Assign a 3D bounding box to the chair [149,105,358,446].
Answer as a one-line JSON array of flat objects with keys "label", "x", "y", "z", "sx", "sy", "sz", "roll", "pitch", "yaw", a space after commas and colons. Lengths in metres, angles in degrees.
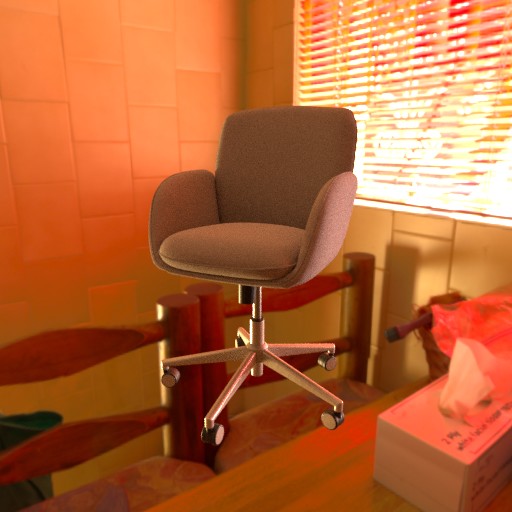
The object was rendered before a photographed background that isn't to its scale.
[{"label": "chair", "x": 0.000, "y": 0.000, "z": 1.412, "sx": 0.648, "sy": 0.959, "sz": 0.654, "roll": 6, "pitch": 15, "yaw": 24}]
